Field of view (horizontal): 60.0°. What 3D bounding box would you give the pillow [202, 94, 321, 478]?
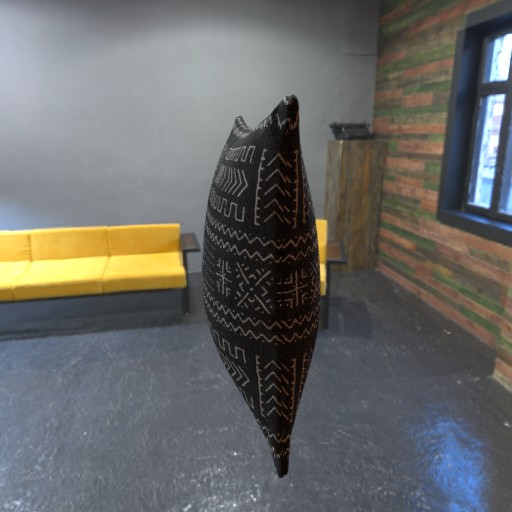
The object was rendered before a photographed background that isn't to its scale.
[{"bbox_3d":[0.000,0.000,0.673,0.164,0.430,0.438,-2,16,-9],"label":"pillow"}]
